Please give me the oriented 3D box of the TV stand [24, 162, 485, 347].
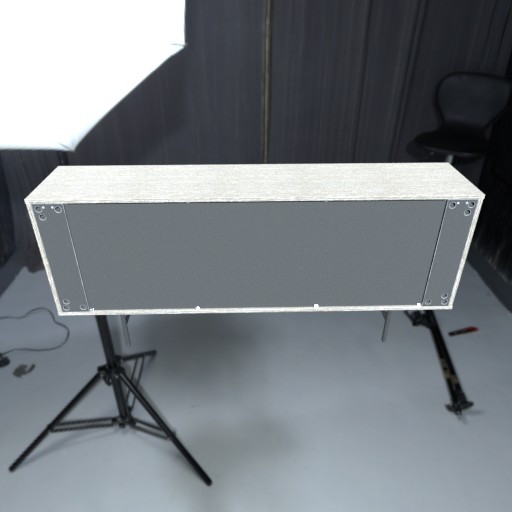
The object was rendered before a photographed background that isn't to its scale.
[{"bbox_3d":[0.000,0.000,2.111,1.804,0.787,0.405,-1,32,-1],"label":"TV stand"}]
